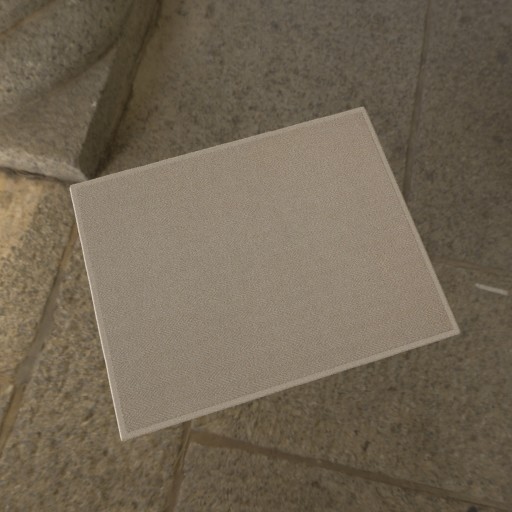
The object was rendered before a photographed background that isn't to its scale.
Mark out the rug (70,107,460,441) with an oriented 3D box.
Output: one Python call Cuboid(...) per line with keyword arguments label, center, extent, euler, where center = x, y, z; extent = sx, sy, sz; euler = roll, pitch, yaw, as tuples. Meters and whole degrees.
Cuboid(label="rug", center=(0.000, 0.000, 4.098), extent=(3.051, 0.020, 2.407), euler=(-16, 75, -5))
